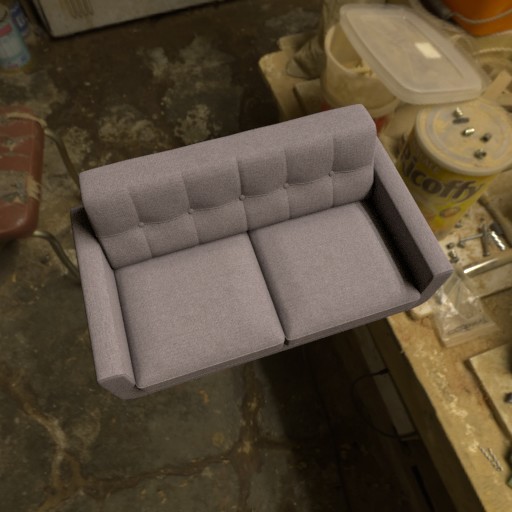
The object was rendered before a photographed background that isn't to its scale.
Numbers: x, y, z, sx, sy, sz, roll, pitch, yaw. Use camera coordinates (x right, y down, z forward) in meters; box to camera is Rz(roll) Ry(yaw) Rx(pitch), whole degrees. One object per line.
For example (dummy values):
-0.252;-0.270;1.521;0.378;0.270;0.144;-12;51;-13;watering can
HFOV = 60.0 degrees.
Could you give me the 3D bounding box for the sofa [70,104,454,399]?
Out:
0.000;0.000;2.206;1.631;0.841;0.909;-16;64;-8;sofa
